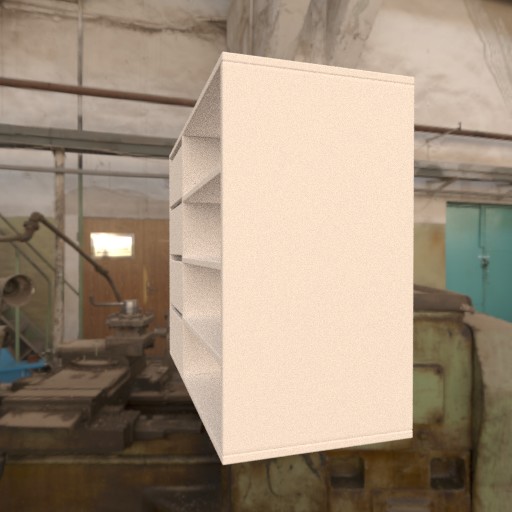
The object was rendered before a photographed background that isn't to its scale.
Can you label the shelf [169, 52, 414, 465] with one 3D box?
[{"bbox_3d":[0.000,0.000,1.268,0.396,0.732,0.895,0,1,-17],"label":"shelf"}]
